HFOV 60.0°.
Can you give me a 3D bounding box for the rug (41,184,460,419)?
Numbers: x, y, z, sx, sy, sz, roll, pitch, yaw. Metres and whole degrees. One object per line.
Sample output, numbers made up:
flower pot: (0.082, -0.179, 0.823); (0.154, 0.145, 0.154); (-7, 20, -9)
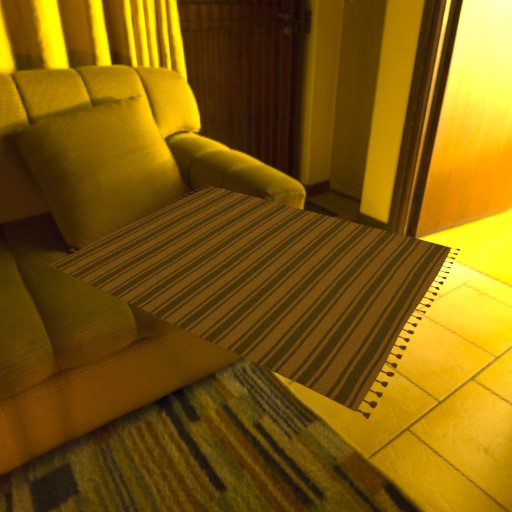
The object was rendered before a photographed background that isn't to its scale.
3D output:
rug: (0.000, 0.000, 4.204); (3.201, 0.005, 2.439); (18, 35, 29)
